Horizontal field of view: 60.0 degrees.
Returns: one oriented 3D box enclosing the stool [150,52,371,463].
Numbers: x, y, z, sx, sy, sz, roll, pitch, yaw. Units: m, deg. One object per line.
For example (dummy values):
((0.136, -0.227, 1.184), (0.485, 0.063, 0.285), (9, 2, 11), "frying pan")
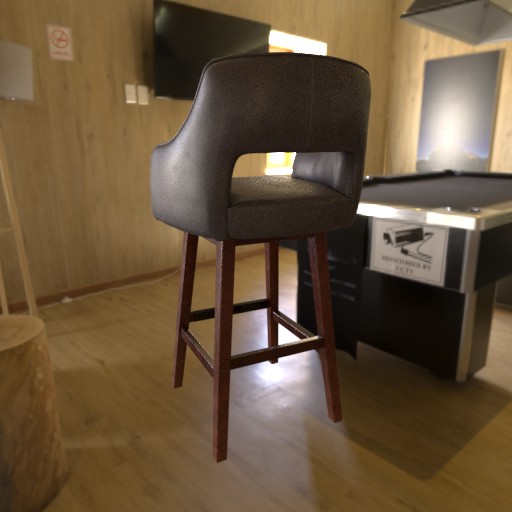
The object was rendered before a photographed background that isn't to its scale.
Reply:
((0.000, 0.000, 1.330), (0.550, 1.041, 0.560), (-7, 17, -25), "stool")
